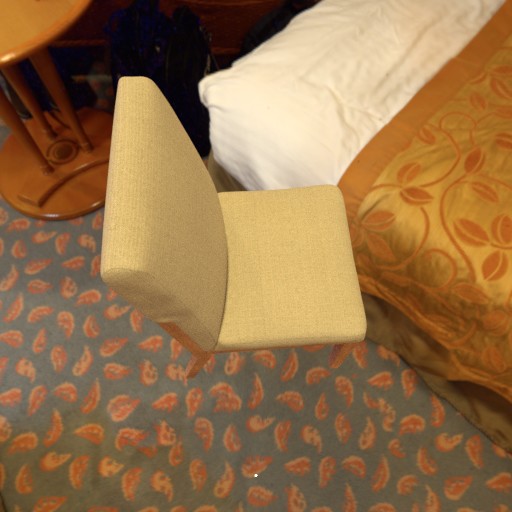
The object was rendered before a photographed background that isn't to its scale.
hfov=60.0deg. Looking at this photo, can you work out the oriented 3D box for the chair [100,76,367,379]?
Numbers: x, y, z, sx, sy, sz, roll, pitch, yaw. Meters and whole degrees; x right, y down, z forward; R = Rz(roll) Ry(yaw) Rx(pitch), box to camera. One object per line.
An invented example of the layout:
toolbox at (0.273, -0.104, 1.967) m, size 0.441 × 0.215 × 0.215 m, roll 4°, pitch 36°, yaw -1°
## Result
chair at (0.000, 0.000, 1.264) m, size 0.586 × 0.911 × 0.507 m, roll -4°, pitch 64°, yaw -2°
